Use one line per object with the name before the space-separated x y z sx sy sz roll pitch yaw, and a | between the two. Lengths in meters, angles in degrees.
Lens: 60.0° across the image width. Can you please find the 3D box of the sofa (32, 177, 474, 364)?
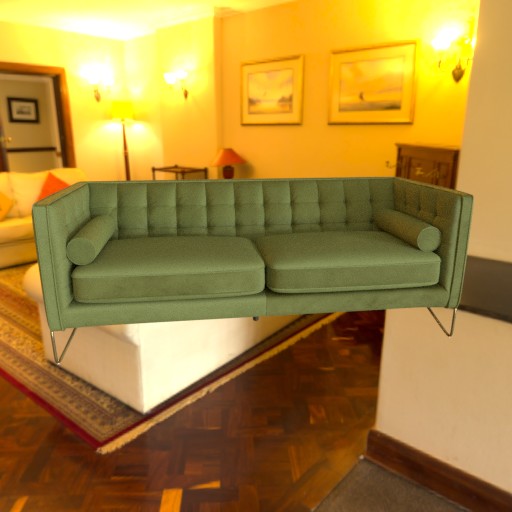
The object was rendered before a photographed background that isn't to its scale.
sofa | 0.000 0.000 2.527 2.087 0.789 0.867 -2 16 -8
